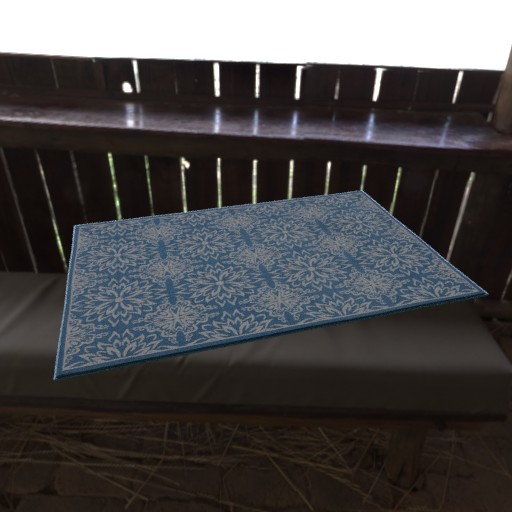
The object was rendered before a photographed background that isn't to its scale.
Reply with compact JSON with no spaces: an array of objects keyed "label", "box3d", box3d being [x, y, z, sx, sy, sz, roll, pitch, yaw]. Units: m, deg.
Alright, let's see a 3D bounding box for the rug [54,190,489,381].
[{"label":"rug","box3d":[0.000,0.000,3.436,2.769,0.018,1.830,-9,33,-14]}]
